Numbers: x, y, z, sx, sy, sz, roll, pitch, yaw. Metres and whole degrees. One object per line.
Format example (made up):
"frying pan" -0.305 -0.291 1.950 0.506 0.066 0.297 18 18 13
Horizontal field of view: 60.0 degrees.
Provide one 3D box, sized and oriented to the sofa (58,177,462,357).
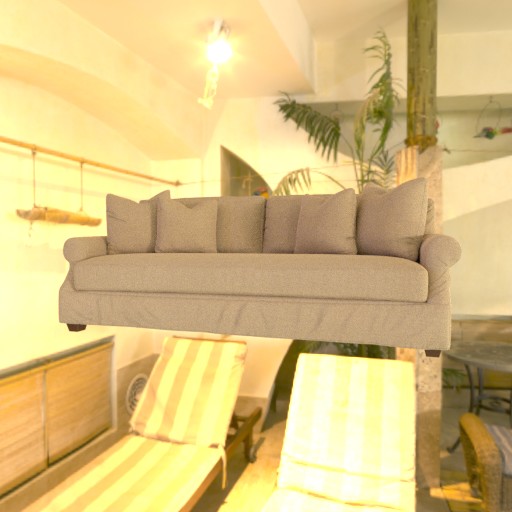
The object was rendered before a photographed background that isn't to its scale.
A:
"sofa" 0.000 0.000 2.798 2.285 0.904 1.067 1 2 17
